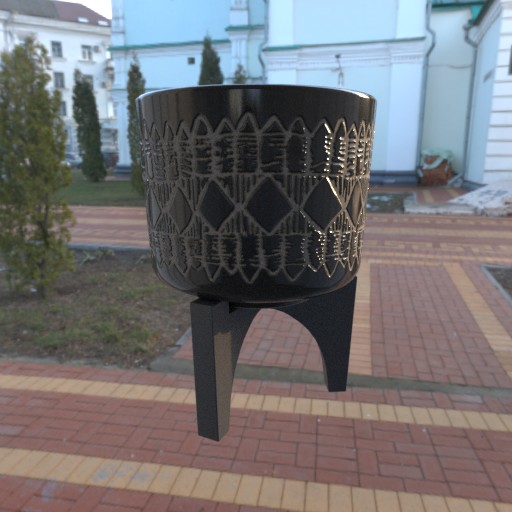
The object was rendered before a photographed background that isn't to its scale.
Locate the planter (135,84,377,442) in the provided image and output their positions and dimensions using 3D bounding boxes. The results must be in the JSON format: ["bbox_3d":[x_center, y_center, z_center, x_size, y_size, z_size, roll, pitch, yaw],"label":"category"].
[{"bbox_3d":[0.000,0.000,0.399,0.196,0.264,0.196,6,14,26],"label":"planter"}]
